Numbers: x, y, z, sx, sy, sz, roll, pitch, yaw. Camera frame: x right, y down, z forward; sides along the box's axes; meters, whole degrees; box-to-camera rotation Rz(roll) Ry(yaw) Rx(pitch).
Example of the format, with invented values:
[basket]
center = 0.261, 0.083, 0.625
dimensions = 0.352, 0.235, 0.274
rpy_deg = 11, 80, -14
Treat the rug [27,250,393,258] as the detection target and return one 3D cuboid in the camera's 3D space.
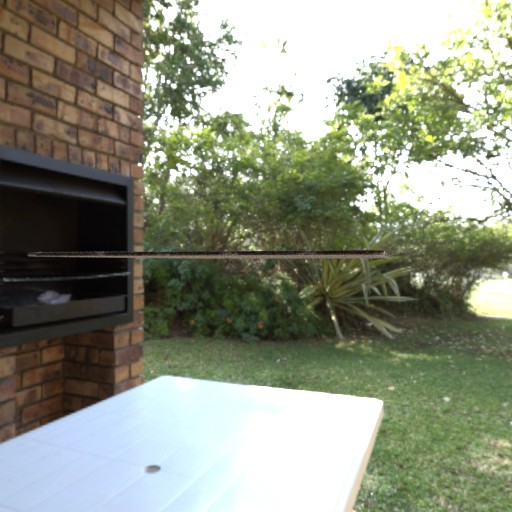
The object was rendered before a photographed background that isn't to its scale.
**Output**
[rug]
center = 0.000, 0.000, 4.199
dimensions = 2.438, 0.029, 3.047
rpy_deg = 0, -1, 18
